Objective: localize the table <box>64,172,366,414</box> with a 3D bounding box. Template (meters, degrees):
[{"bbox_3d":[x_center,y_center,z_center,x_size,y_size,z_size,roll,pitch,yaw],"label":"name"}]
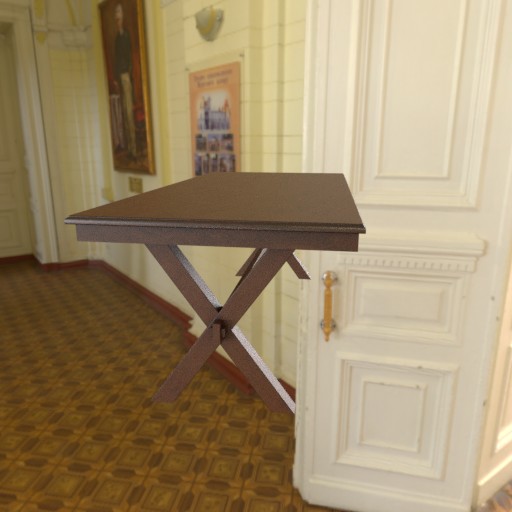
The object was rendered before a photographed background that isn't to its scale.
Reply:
[{"bbox_3d":[0.000,0.000,1.478,0.594,0.459,1.197,2,15,9],"label":"table"}]
